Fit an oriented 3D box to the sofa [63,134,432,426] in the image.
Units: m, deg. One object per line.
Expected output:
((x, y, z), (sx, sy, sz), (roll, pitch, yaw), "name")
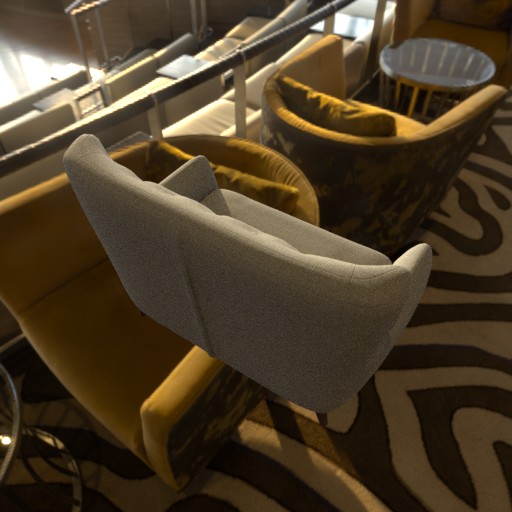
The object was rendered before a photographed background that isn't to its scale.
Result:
((0.000, 0.000, 1.976), (1.386, 1.028, 0.884), (25, 51, 22), "sofa")
